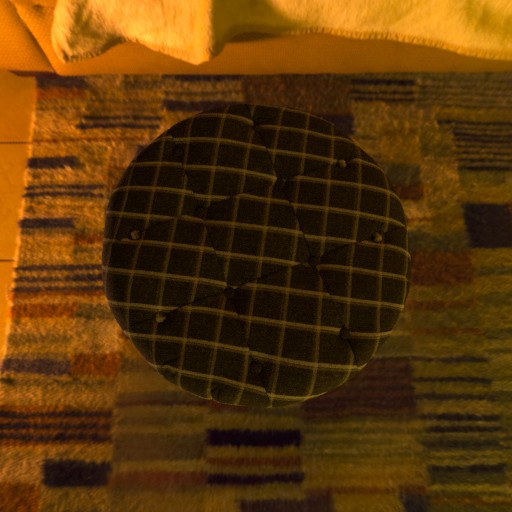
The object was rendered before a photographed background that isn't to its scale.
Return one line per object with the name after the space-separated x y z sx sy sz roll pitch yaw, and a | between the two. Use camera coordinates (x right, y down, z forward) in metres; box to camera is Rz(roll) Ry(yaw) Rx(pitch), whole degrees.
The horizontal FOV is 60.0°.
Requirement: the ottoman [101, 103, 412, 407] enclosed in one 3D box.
0.000 0.000 1.404 0.901 0.439 0.901 0 73 0 | ottoman
